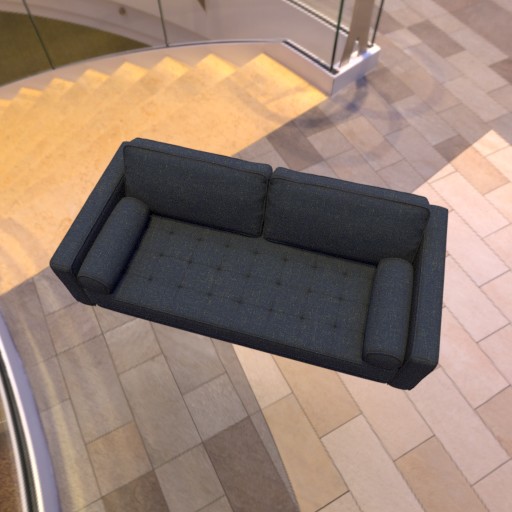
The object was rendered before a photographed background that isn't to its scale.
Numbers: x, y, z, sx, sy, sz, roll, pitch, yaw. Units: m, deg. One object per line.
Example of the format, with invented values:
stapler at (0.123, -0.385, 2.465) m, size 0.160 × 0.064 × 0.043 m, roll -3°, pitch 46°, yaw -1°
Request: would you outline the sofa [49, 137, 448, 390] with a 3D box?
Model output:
sofa at (0.000, 0.000, 2.405) m, size 1.880 × 0.762 × 0.914 m, roll 13°, pitch 59°, yaw 8°
